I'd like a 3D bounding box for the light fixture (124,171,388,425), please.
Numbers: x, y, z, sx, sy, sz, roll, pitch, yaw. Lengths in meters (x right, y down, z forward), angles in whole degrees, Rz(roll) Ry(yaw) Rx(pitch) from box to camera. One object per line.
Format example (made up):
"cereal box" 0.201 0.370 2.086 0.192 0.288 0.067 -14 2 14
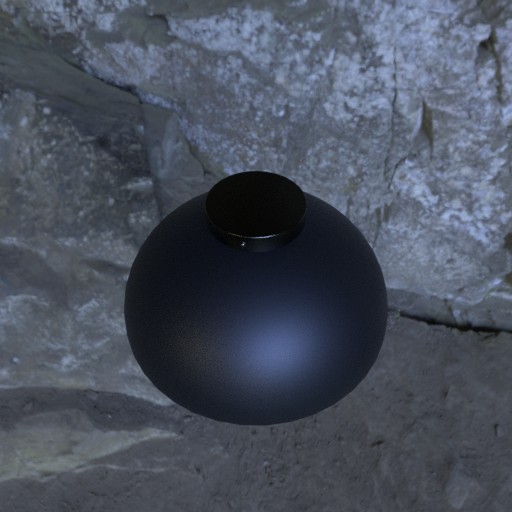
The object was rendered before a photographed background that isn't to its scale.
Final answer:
"light fixture" 0.000 0.000 0.552 0.355 0.177 0.355 0 47 0
